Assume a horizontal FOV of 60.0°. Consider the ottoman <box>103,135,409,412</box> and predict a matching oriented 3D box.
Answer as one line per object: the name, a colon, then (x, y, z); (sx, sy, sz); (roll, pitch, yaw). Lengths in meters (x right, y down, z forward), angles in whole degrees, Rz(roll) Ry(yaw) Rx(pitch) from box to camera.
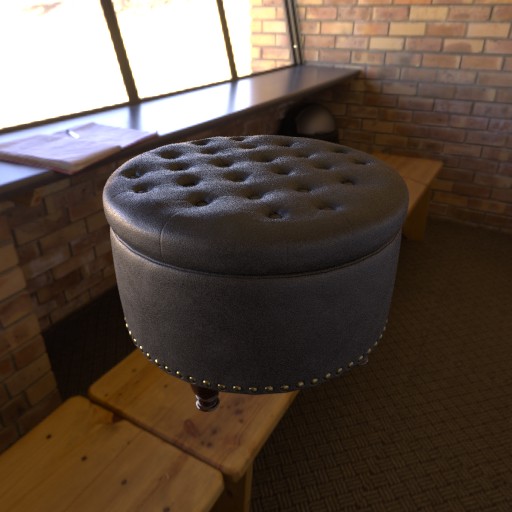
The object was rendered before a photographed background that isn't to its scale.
ottoman: (0.000, 0.000, 1.048); (0.637, 0.442, 0.637); (0, 29, 0)
